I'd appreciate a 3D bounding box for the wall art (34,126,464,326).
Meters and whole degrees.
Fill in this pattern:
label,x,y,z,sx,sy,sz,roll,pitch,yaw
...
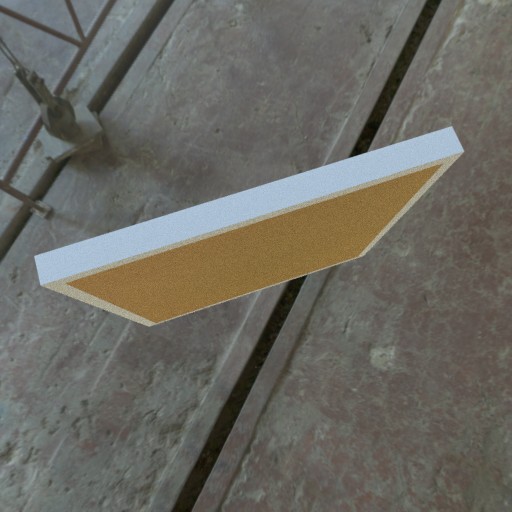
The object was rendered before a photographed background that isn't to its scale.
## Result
label,x,y,z,sx,sy,sz,roll,pitch,yaw
wall art,0.000,0.000,0.754,0.508,0.507,0.035,-18,77,-4
